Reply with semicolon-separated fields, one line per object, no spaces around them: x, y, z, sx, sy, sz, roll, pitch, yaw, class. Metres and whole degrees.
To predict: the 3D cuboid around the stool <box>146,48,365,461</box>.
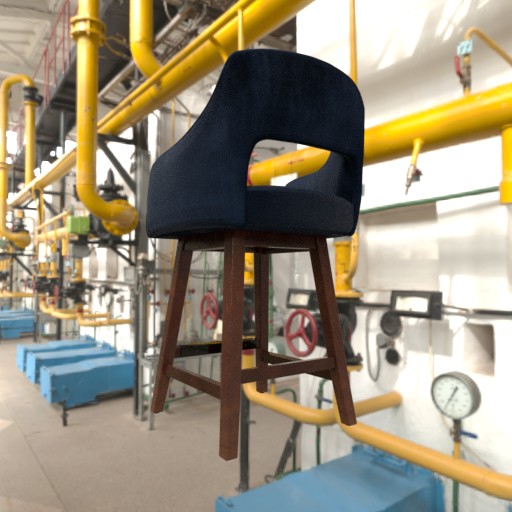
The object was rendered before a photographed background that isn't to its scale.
0.000;0.000;1.275;0.550;0.940;0.560;2;-3;-35;stool
